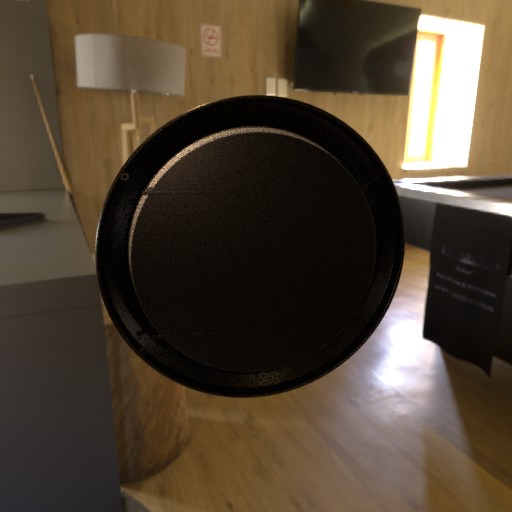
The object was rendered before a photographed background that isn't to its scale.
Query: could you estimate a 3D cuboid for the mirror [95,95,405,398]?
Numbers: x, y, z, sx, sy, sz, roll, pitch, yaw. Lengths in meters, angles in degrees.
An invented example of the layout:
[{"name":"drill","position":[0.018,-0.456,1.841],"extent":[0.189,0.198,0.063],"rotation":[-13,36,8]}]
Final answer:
[{"name":"mirror","position":[0.000,0.000,1.336],"extent":[0.907,0.907,0.111],"rotation":[-3,16,-9]}]
